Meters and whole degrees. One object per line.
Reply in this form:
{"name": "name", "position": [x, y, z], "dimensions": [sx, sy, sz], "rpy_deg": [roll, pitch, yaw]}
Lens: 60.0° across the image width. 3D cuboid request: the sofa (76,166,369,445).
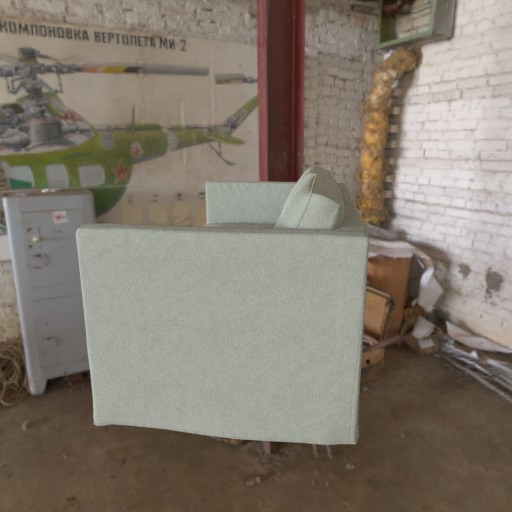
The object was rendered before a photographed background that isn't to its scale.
{"name": "sofa", "position": [0.000, 0.000, 2.219], "dimensions": [0.944, 0.830, 1.727], "rpy_deg": [2, 15, 8]}
